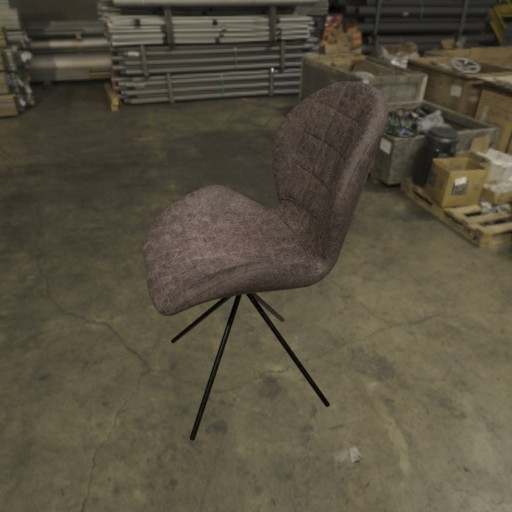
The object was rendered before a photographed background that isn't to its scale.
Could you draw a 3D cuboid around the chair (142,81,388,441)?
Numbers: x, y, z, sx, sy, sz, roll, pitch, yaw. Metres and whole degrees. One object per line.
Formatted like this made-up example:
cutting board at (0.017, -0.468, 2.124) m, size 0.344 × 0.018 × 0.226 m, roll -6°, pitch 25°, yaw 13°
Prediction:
chair at (0.000, 0.000, 1.308) m, size 0.640 × 0.934 × 0.527 m, roll -9°, pitch 33°, yaw -14°
